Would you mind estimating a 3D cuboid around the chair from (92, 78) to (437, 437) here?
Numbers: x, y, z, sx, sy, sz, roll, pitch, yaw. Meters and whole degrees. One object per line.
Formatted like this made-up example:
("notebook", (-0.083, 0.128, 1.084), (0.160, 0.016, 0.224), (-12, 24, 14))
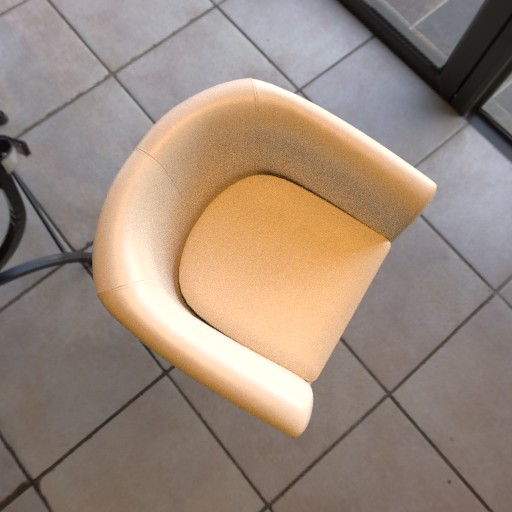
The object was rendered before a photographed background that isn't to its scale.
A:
("chair", (0.000, 0.000, 1.415), (0.727, 0.756, 0.792), (31, 78, 7))
